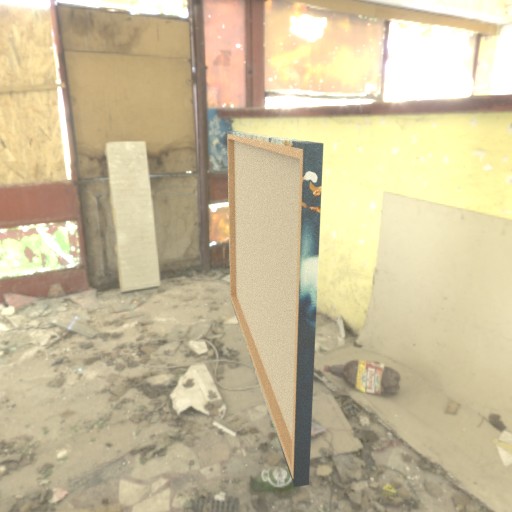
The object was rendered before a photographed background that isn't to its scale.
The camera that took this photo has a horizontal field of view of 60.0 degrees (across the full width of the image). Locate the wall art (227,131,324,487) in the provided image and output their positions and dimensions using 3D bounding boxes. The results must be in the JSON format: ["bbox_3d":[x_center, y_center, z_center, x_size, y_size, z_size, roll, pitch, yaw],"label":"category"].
[{"bbox_3d":[0.000,0.000,1.438,0.035,0.759,1.138,-3,17,-10],"label":"wall art"}]
